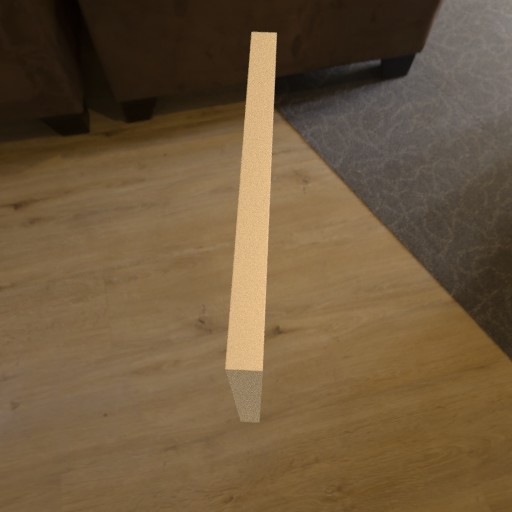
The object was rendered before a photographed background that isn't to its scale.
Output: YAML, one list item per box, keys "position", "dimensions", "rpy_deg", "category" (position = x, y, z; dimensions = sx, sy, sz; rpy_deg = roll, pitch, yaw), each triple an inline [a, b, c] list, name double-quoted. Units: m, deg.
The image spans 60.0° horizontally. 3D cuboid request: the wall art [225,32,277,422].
- position: [0.000, 0.000, 0.789]
  dimensions: [0.038, 0.508, 0.507]
  rpy_deg: [2, 64, 1]
  category: "wall art"
